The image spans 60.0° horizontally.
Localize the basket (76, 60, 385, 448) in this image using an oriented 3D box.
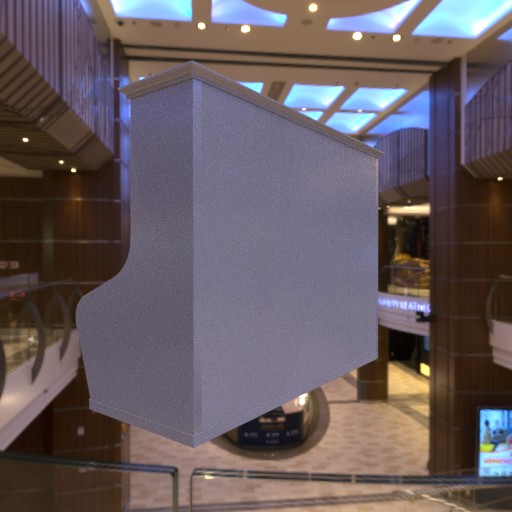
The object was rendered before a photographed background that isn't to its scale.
[{"bbox_3d":[0.000,0.000,1.092,0.350,0.600,0.780,0,0,37],"label":"basket"}]
